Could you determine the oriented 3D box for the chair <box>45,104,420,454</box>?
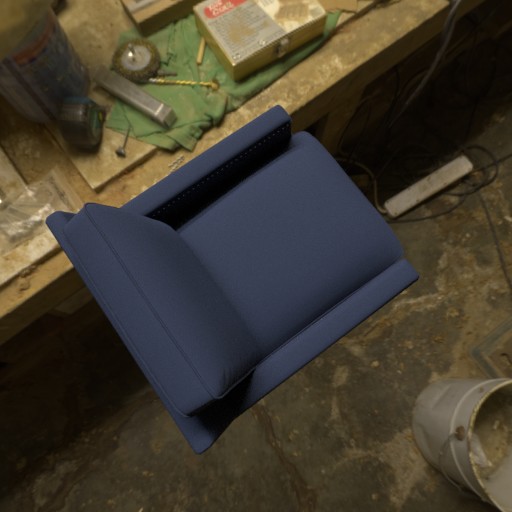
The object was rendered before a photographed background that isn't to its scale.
[{"bbox_3d":[0.000,0.000,1.676,1.014,0.943,0.853,-35,80,-7],"label":"chair"}]
